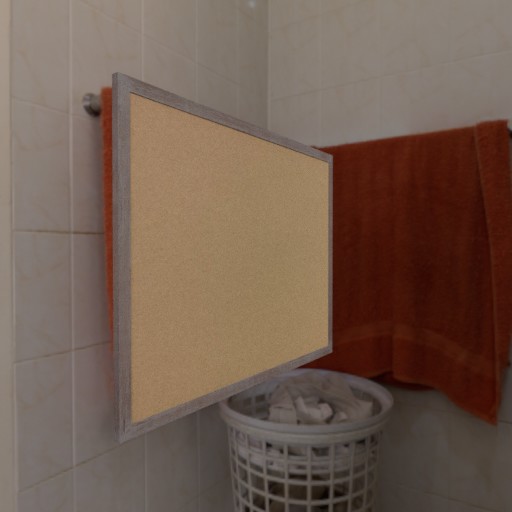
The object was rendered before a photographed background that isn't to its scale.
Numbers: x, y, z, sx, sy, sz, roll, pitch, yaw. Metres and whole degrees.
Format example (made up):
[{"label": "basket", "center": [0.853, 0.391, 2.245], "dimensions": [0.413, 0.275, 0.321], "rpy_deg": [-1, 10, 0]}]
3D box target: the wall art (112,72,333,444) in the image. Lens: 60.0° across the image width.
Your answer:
[{"label": "wall art", "center": [0.000, 0.000, 1.339], "dimensions": [0.019, 0.774, 1.012], "rpy_deg": [1, 1, 35]}]
